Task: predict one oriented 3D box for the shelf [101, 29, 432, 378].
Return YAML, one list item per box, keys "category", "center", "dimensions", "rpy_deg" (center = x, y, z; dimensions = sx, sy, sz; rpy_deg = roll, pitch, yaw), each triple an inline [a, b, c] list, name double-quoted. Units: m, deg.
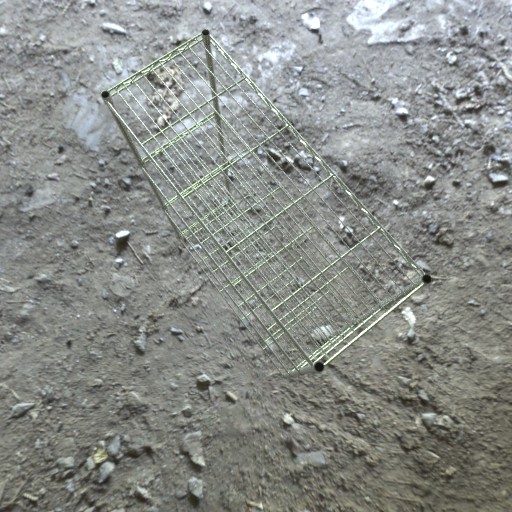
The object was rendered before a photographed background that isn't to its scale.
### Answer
- category: "shelf"
  center: [0.000, 0.000, 1.754]
  dimensions: [0.352, 1.360, 0.907]
  rpy_deg: [-36, 77, -10]
